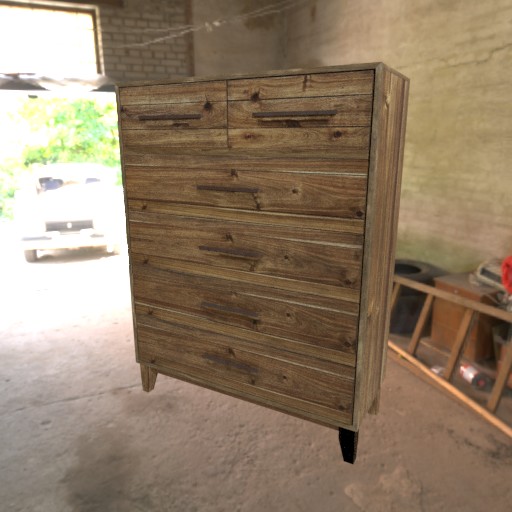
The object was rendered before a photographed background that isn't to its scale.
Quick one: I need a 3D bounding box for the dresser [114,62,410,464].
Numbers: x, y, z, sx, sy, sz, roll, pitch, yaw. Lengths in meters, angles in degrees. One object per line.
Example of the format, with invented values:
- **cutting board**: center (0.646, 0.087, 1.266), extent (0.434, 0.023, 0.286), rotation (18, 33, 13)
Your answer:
- **dresser**: center (0.000, 0.000, 1.882), extent (1.062, 1.393, 0.442), rotation (8, 17, 28)
